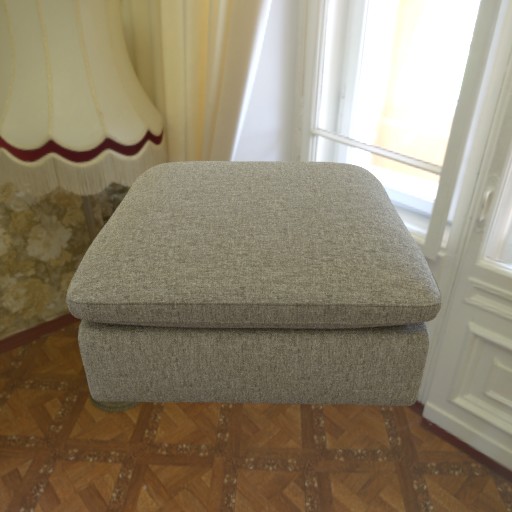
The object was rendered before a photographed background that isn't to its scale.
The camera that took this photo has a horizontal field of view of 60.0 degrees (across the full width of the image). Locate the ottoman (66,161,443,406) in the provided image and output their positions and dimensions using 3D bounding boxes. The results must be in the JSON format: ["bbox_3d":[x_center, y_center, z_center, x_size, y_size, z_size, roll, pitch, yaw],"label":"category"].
[{"bbox_3d":[0.000,0.000,1.648,1.035,0.526,1.039,1,30,1],"label":"ottoman"}]
